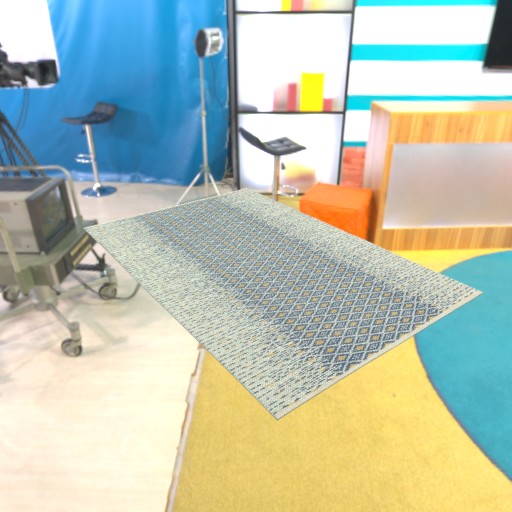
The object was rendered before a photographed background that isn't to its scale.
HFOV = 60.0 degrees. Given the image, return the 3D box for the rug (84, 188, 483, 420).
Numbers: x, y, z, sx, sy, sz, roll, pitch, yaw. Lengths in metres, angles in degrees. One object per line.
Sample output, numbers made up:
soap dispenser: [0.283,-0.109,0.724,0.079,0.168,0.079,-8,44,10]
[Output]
rug: [0.000,0.000,2.342,1.219,0.005,1.828,-19,33,-32]
